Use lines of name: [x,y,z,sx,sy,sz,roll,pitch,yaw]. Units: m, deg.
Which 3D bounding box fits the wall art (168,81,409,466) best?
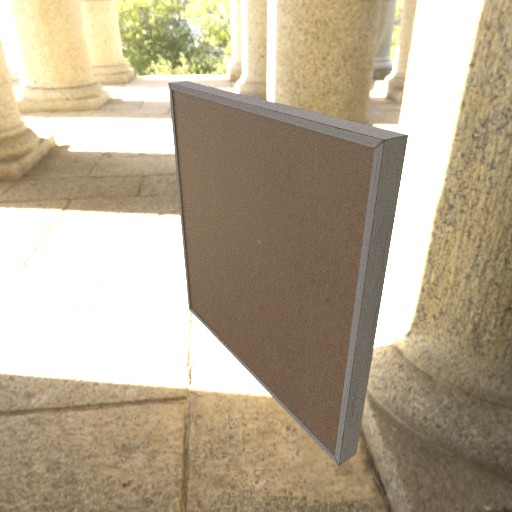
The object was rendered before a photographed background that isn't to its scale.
wall art: [0.000,0.000,0.761,0.038,0.508,0.508,-19,34,-30]
